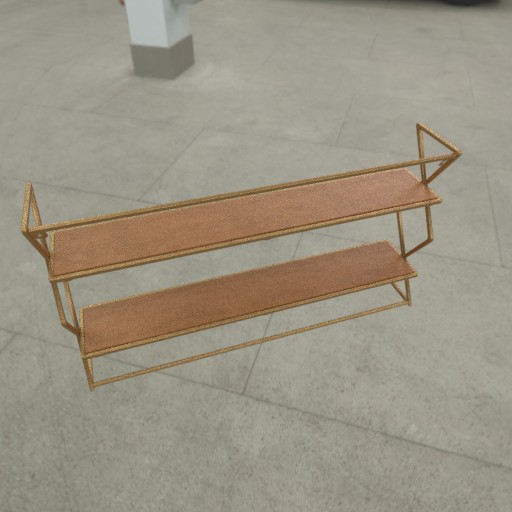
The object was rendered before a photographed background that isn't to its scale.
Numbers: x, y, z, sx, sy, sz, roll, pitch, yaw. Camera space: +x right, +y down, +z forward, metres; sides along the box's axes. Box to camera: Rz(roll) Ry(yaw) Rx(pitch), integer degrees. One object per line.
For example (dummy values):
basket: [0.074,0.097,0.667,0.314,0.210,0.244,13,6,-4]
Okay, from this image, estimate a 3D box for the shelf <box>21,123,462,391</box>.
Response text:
shelf: [0.000,0.000,0.988,0.822,0.450,0.150,-12,42,-14]
